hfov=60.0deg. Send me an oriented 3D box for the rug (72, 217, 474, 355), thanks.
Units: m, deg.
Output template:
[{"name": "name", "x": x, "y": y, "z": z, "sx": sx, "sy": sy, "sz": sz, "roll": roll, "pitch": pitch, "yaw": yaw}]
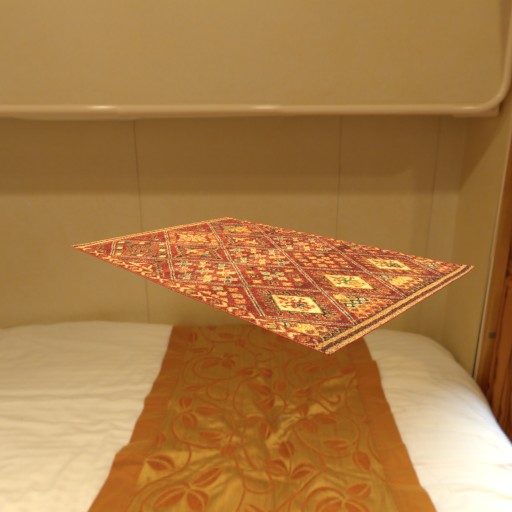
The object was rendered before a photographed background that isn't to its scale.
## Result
[{"name": "rug", "x": 0.000, "y": 0.000, "z": 2.974, "sx": 2.286, "sy": 0.026, "sz": 1.521, "roll": 16, "pitch": 23, "yaw": 42}]
